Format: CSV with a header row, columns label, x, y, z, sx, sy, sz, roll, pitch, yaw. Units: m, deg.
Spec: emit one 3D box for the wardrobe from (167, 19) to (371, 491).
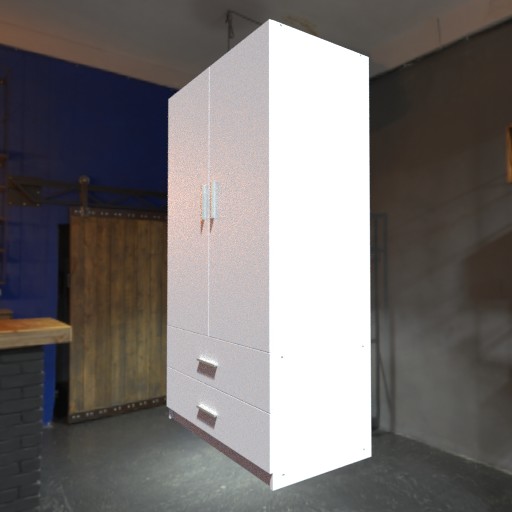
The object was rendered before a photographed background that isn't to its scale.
label,x,y,z,sx,sy,sz,roll,pitch,yaw
wardrobe,0.000,0.000,2.254,0.577,1.808,0.991,1,-2,-34
